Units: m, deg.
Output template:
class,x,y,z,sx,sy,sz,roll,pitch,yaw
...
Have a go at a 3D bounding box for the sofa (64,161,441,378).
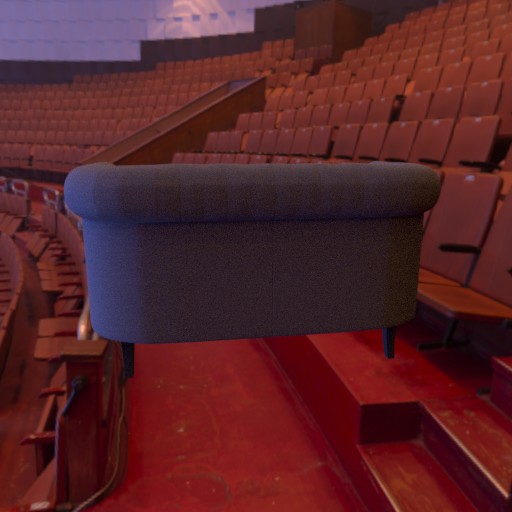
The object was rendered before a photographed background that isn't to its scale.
class,x,y,z,sx,sy,sz,roll,pitch,yaw
sofa,0.000,0.000,1.989,1.558,0.827,0.835,-2,13,-9
